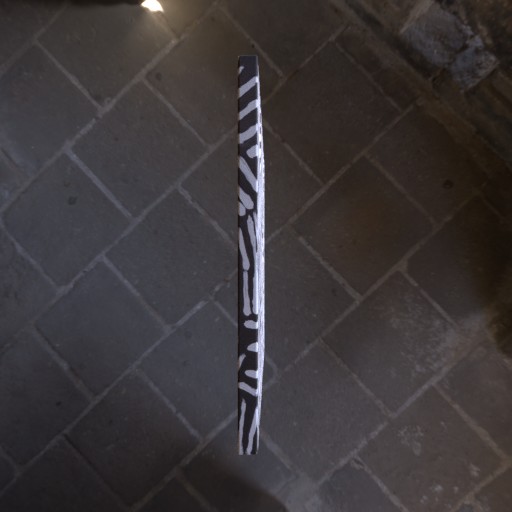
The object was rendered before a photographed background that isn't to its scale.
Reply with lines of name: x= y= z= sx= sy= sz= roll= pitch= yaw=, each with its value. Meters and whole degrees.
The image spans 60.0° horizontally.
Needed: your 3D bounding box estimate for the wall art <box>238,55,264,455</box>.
wall art: x=0.000 y=0.000 z=1.353 sx=0.038 sy=1.017 sz=0.765 roll=0 pitch=90 yaw=2
